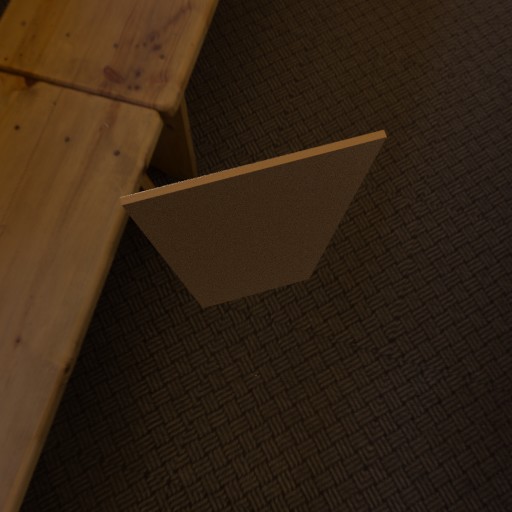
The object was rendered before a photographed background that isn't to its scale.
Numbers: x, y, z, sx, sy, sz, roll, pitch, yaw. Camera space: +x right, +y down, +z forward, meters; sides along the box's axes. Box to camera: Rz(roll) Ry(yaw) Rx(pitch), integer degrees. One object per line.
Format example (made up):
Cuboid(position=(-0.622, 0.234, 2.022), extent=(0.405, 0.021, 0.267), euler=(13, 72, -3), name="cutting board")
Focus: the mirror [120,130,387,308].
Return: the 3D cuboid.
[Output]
Cuboid(position=(0.000, 0.000, 2.292), extent=(0.812, 2.031, 0.025), euler=(-15, 75, -4), name="mirror")
